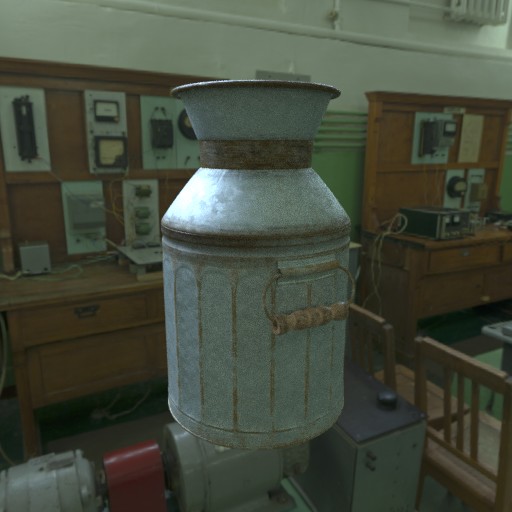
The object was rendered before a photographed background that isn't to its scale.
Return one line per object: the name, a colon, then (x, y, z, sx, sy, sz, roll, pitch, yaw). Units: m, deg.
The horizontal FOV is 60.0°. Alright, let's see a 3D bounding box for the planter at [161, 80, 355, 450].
planter: (0.000, 0.000, 0.512, 0.215, 0.358, 0.248, -8, 16, -28)
